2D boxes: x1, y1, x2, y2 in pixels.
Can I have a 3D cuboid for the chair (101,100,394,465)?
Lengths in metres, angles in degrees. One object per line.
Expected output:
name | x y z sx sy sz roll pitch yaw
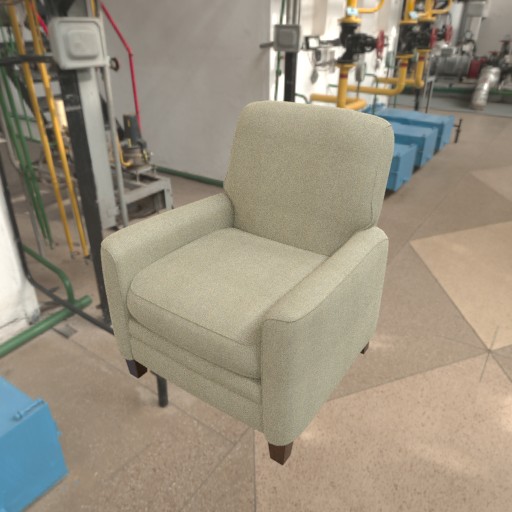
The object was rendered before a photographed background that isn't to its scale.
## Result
chair | 0.000 0.000 1.678 0.850 1.006 0.853 18 33 30
